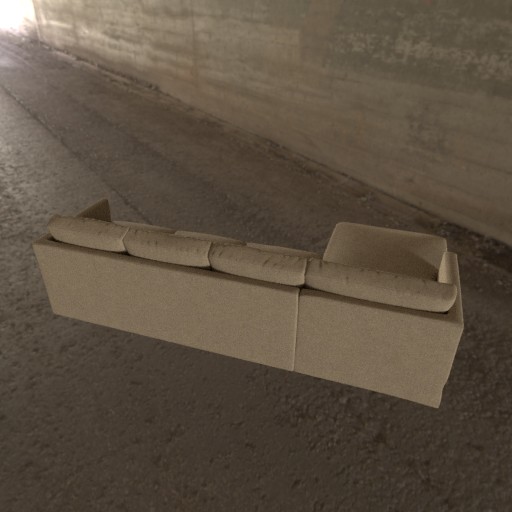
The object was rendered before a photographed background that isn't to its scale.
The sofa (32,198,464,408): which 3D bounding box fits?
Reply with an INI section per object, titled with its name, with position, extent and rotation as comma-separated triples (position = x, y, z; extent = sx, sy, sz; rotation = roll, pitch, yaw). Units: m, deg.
[sofa]
position = 0.000, 0.000, 3.848
extent = 3.198, 0.920, 1.638
rotation = 10, 33, 16
